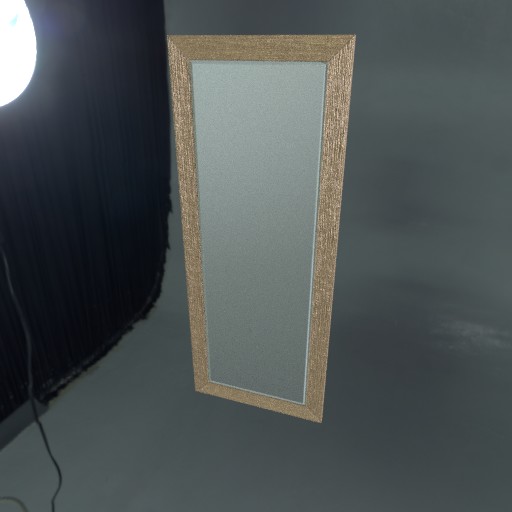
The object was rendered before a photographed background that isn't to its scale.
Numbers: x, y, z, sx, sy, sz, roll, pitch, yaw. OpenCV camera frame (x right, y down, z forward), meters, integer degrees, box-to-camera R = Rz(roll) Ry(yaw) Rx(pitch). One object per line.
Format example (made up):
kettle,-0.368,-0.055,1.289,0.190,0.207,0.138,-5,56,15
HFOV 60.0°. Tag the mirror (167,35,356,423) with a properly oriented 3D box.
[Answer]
mirror,0.000,0.000,2.277,0.812,2.031,0.026,9,27,17
